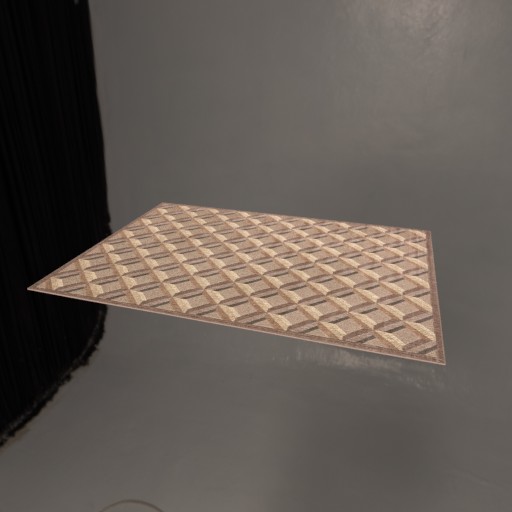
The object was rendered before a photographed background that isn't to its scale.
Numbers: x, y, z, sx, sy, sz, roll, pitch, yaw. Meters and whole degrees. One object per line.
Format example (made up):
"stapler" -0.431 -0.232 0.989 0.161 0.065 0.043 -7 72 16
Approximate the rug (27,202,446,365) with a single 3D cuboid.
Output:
"rug" 0.000 0.000 4.307 3.294 0.018 2.382 8 26 16
